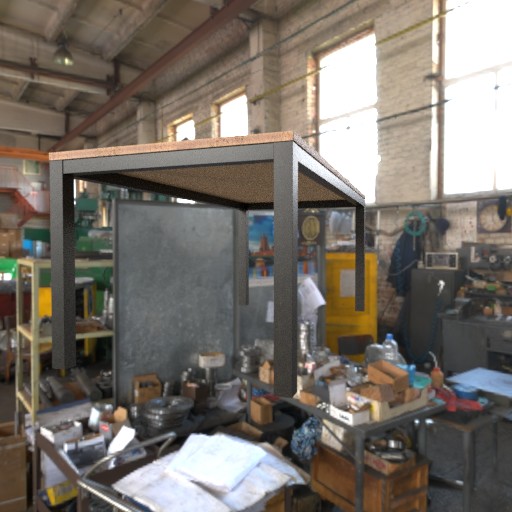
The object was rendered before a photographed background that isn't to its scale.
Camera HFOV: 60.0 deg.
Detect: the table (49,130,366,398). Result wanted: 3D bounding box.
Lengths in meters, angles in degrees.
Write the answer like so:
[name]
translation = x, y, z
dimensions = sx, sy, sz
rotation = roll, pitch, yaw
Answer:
[table]
translation = 0.000, 0.000, 2.267
dimensions = 0.893, 0.767, 1.805
rotation = 1, 2, 20
